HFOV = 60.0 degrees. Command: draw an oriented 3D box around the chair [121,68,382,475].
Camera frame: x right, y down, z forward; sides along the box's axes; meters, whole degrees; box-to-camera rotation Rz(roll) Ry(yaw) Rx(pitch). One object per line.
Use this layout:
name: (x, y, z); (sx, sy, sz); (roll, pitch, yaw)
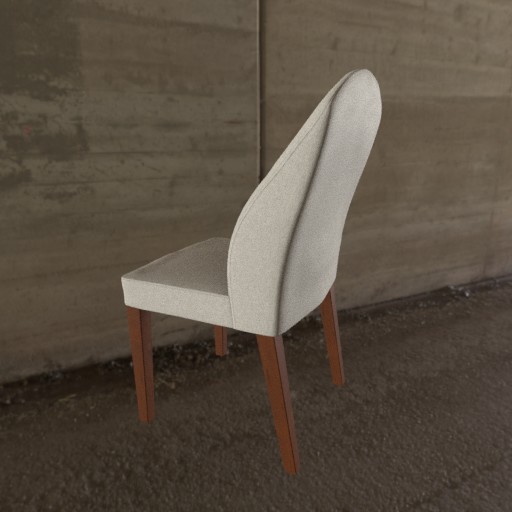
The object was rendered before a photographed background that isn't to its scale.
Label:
chair: (0.000, 0.000, 1.178); (0.540, 0.893, 0.472); (7, 17, 24)
